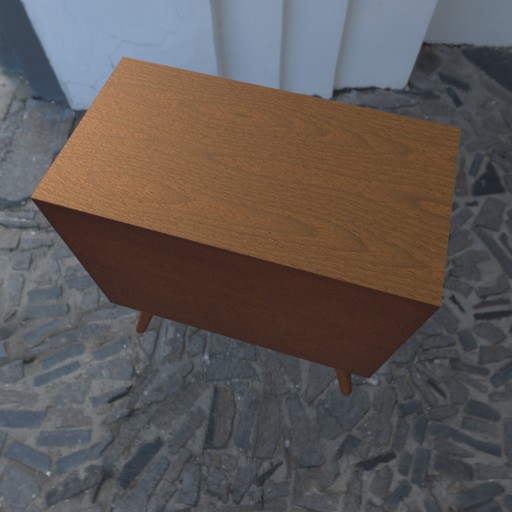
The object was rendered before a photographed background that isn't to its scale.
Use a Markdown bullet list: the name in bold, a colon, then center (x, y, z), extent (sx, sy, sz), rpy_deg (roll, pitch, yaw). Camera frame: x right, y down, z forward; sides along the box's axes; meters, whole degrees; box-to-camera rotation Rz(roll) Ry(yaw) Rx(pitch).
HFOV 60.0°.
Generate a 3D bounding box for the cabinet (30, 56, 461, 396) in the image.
- **cabinet**: center (0.000, 0.000, 1.143), extent (0.712, 0.748, 0.388), rpy_deg (15, 63, 8)
